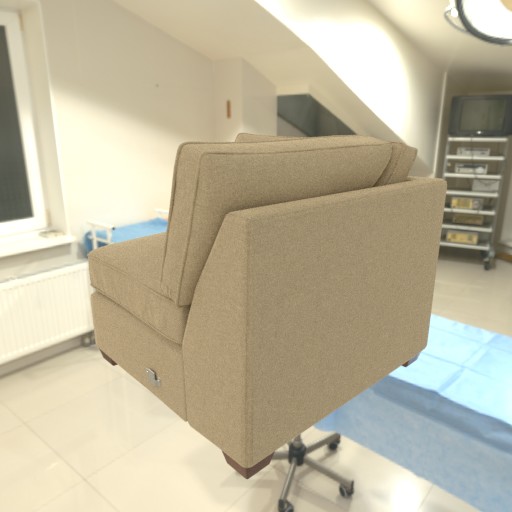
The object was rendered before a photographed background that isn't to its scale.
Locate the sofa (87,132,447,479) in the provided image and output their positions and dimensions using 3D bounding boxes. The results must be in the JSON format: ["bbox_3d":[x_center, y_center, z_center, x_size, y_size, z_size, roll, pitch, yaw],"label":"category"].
[{"bbox_3d":[0.000,0.000,1.891,1.146,1.002,1.084,-15,23,-41],"label":"sofa"}]
